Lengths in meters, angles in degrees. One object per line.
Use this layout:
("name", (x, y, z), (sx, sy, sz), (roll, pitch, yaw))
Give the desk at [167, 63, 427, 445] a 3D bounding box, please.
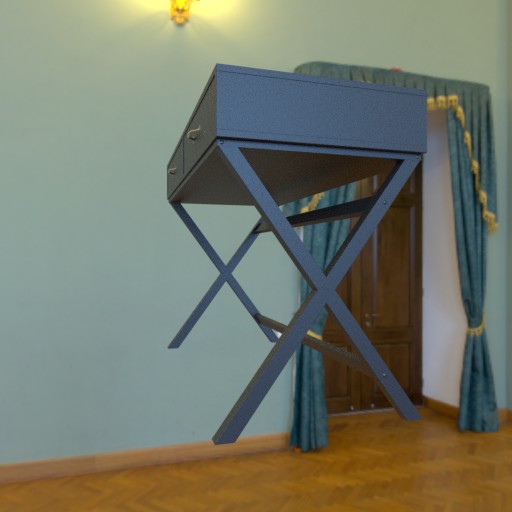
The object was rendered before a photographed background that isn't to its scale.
("desk", (0.000, 0.000, 1.473), (0.525, 0.780, 1.057), (0, 0, -17))
